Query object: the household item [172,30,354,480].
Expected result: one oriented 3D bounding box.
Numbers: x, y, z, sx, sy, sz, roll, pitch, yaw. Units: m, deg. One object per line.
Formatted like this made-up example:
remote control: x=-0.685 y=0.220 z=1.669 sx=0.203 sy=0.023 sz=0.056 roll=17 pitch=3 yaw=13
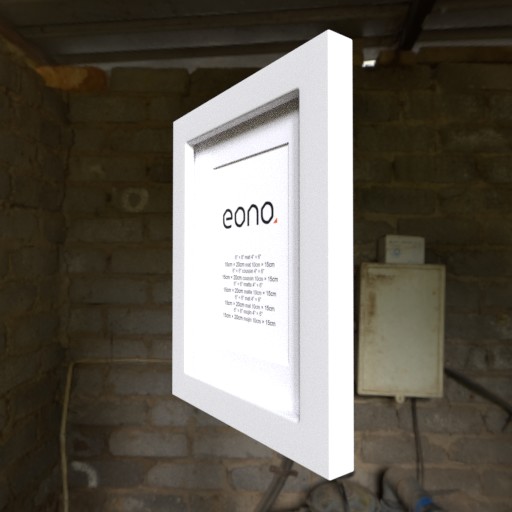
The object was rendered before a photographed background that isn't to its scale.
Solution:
household item: x=0.000 y=0.000 z=0.339 sx=0.045 sy=0.250 sz=0.200 roll=1 pitch=-1 yaw=-36
